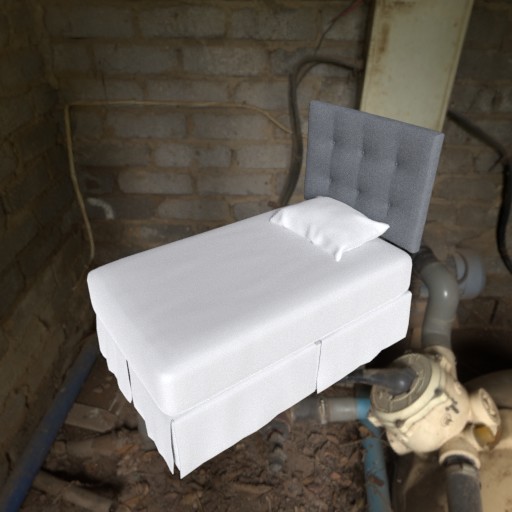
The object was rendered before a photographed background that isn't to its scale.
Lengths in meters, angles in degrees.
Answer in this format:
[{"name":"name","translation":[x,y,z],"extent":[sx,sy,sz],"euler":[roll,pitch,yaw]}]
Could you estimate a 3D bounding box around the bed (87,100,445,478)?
[{"name":"bed","translation":[0.000,0.000,2.934],"extent":[1.997,1.571,1.261],"euler":[-21,37,-30]}]
